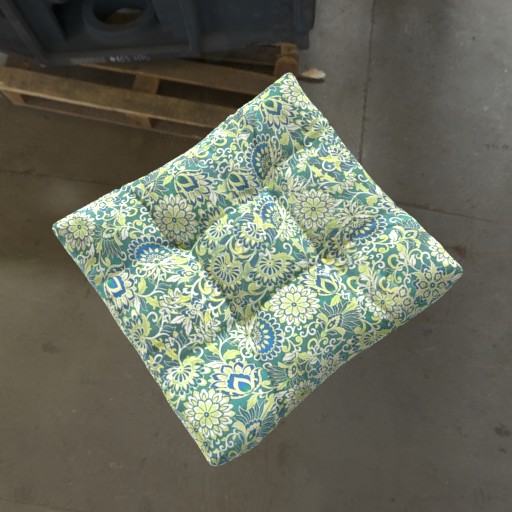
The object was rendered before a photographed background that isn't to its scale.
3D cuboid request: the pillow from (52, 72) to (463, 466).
[{"bbox_3d":[0.000,0.000,0.735,0.490,0.128,0.468,-36,78,-9],"label":"pillow"}]
